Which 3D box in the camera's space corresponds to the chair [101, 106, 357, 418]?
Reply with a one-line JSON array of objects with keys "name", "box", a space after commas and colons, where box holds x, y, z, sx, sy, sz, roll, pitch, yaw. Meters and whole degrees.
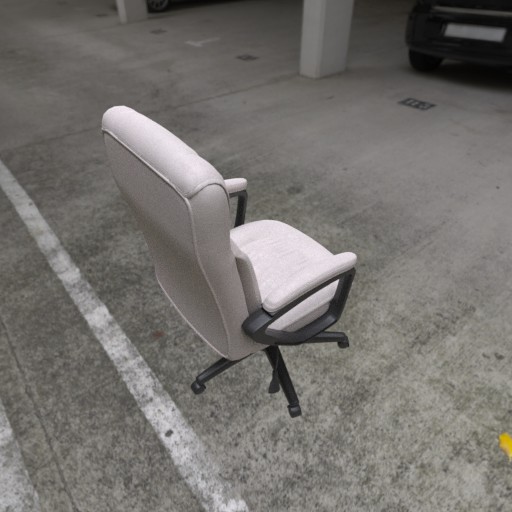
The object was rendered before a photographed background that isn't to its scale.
[{"name": "chair", "box": [0.000, 0.000, 1.539, 0.724, 1.105, 0.667, -26, 47, -28]}]
